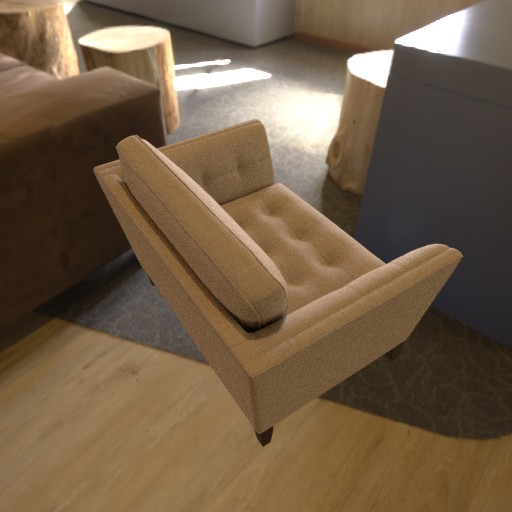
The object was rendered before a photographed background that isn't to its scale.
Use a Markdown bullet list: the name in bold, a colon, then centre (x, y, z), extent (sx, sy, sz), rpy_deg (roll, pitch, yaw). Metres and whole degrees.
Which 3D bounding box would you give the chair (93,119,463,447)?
- **chair**: centre (0.000, 0.000, 2.090), extent (0.965, 0.940, 1.397), rpy_deg (-24, 47, -24)
